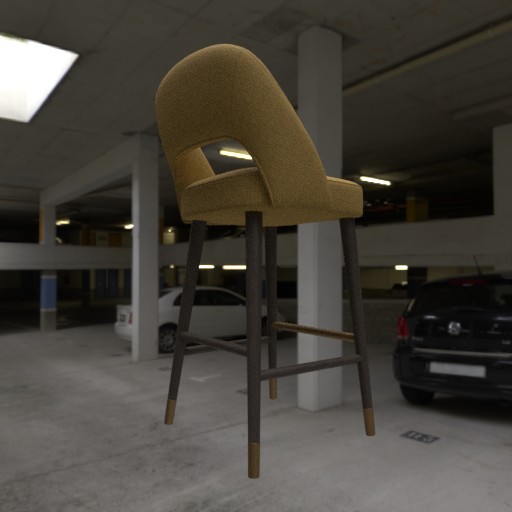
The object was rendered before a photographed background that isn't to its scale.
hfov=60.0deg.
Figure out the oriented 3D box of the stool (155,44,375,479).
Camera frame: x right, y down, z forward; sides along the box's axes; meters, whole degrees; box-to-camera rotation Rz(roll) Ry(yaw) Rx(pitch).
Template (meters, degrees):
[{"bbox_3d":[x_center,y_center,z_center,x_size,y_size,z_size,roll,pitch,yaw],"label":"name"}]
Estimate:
[{"bbox_3d":[0.000,0.000,1.310,0.522,1.032,0.536,1,-1,-37],"label":"stool"}]
